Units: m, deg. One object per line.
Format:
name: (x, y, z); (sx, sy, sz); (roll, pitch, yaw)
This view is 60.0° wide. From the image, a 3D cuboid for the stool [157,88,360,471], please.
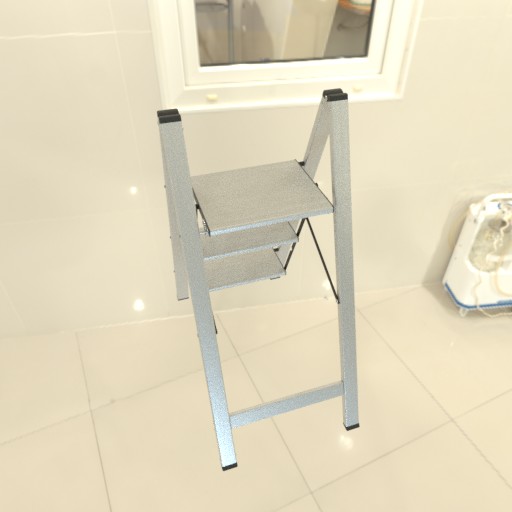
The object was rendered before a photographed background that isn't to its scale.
stool: (0.000, 0.000, 1.279); (0.441, 0.902, 0.730); (-12, 42, -14)
